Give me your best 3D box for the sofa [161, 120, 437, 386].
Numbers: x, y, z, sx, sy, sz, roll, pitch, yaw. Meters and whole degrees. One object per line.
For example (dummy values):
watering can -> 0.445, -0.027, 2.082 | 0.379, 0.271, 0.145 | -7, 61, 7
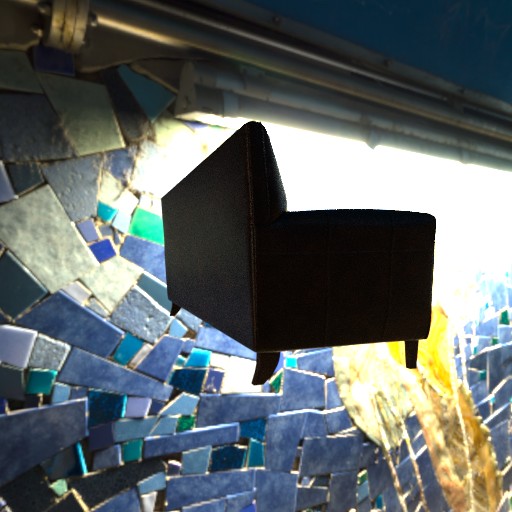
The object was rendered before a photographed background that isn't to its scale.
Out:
sofa -> 0.000, 0.000, 2.468 | 0.786, 0.871, 1.995 | 0, 0, -20
